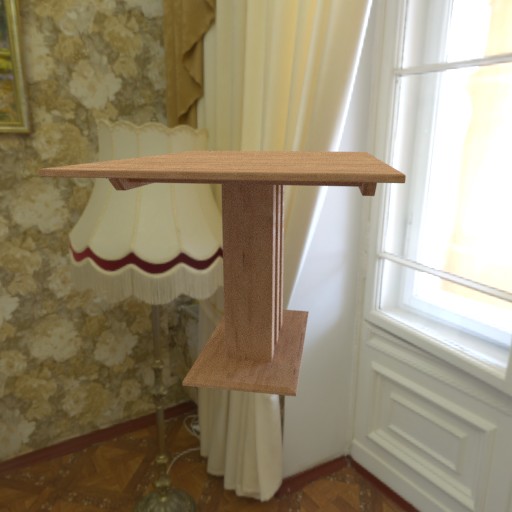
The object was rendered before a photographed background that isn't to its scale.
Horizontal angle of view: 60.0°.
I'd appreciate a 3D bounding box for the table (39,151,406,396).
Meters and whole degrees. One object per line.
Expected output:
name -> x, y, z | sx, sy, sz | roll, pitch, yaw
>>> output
table -> 0.000, 0.000, 1.774 | 0.900, 0.770, 1.300 | 3, 16, 9
